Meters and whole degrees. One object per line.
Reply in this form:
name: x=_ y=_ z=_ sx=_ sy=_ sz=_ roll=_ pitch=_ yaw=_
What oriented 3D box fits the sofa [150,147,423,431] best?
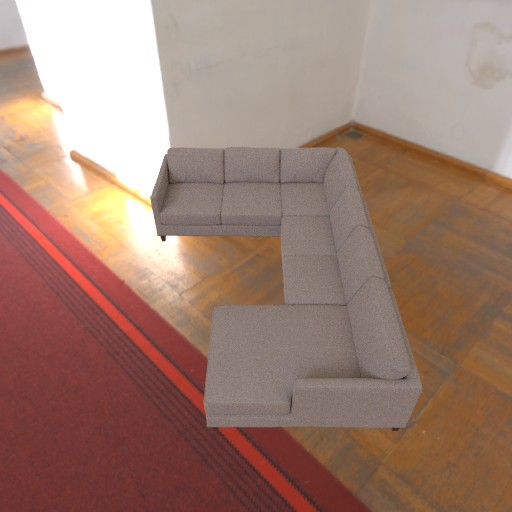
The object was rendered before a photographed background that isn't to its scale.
sofa: x=0.000 y=0.000 z=4.611 sx=2.424 sy=0.865 sz=3.438 roll=0 pitch=41 yaw=0
